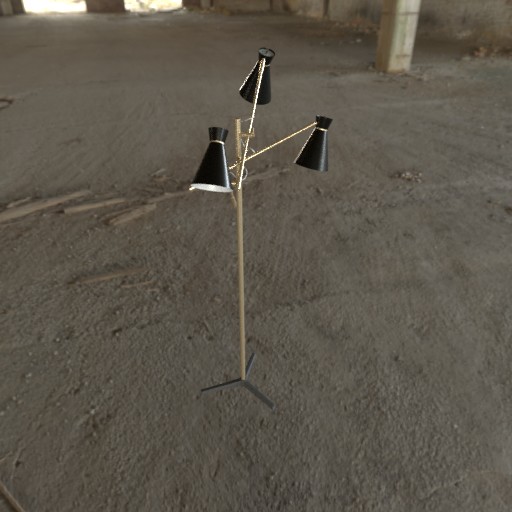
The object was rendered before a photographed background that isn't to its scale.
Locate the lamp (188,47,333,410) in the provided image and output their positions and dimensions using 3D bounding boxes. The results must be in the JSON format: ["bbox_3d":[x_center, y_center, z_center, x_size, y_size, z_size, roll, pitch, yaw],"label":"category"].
[{"bbox_3d":[0.000,0.000,2.177,0.653,1.804,0.750,-8,33,-13],"label":"lamp"}]
